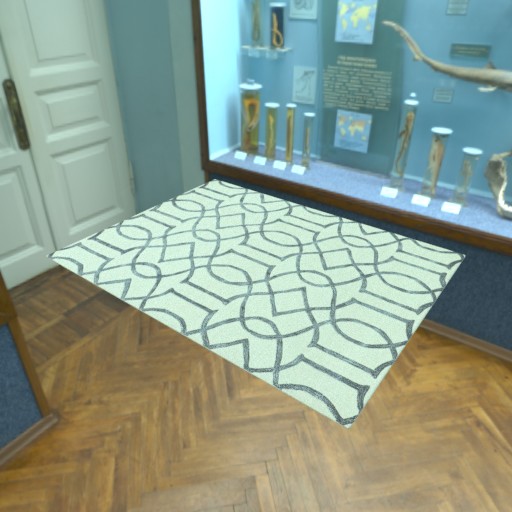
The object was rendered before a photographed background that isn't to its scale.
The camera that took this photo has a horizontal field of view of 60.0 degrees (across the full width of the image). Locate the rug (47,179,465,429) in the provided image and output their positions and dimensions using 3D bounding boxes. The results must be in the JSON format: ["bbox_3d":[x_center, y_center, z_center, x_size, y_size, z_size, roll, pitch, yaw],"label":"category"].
[{"bbox_3d":[0.000,0.000,3.853,2.910,0.021,2.211,22,38,31],"label":"rug"}]
